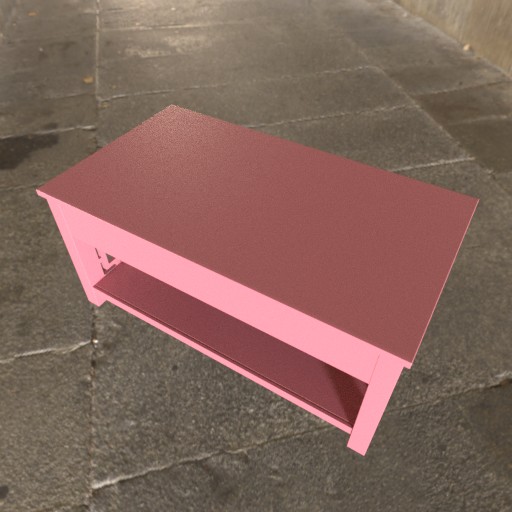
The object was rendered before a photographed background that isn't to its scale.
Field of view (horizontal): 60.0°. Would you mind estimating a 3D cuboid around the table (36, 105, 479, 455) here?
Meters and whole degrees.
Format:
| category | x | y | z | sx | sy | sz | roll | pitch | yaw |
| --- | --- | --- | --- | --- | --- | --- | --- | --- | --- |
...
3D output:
| category | x | y | z | sx | sy | sz | roll | pitch | yaw |
| --- | --- | --- | --- | --- | --- | --- | --- | --- | --- |
| table | 0.000 | 0.000 | 1.401 | 1.068 | 0.493 | 0.612 | 23 | 49 | 22 |
